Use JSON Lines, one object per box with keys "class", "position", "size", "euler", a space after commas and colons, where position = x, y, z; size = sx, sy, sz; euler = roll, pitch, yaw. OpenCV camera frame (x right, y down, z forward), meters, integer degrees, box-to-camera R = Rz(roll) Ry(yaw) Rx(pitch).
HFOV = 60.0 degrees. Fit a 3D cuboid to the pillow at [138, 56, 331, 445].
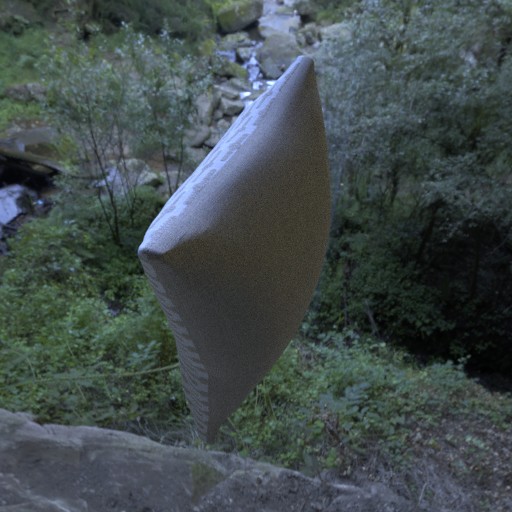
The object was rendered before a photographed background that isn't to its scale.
{"class": "pillow", "position": [0.000, 0.000, 0.763], "size": [0.219, 0.491, 0.496], "euler": [17, 50, 15]}
